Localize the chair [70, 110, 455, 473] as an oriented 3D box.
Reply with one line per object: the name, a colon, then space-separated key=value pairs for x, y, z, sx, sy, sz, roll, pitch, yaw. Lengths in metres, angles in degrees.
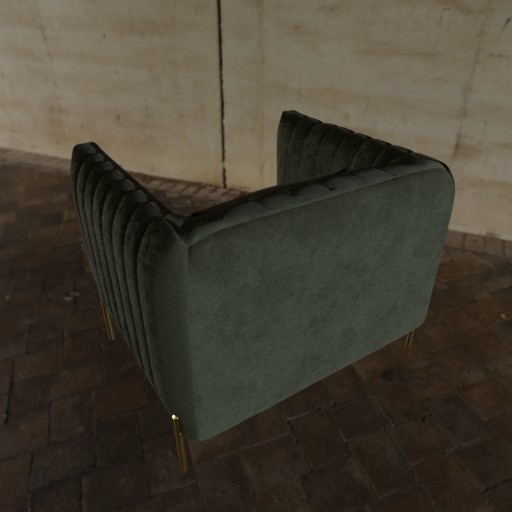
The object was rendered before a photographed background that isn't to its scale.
chair: x=0.000 y=0.000 z=1.604 sx=1.032 sy=0.794 sz=0.877 roll=-19 pitch=36 yaw=-28
